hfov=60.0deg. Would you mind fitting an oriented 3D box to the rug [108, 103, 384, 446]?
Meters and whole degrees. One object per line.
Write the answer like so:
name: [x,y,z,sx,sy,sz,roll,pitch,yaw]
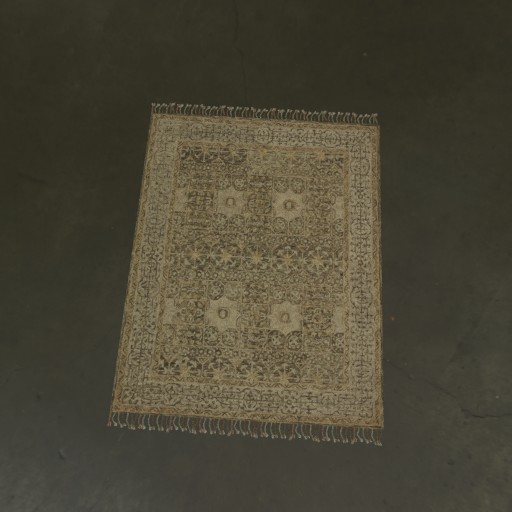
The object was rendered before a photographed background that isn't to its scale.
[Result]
rug: [0.000,0.000,4.309,2.431,0.017,3.291,3,75,1]
